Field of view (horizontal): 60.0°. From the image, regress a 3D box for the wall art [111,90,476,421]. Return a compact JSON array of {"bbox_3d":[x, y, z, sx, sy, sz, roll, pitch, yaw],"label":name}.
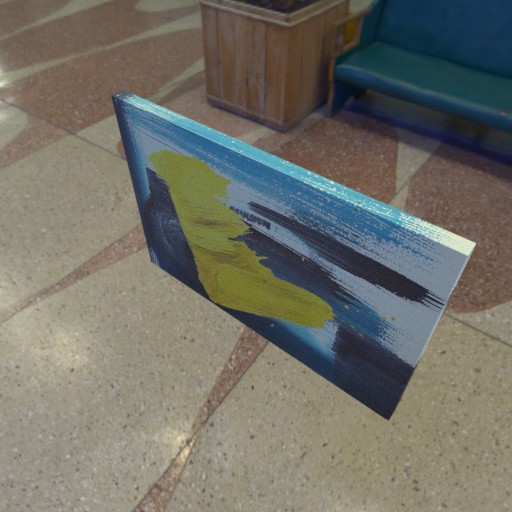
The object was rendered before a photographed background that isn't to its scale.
[{"bbox_3d":[0.000,0.000,1.146,0.914,0.610,0.039,30,52,26],"label":"wall art"}]
